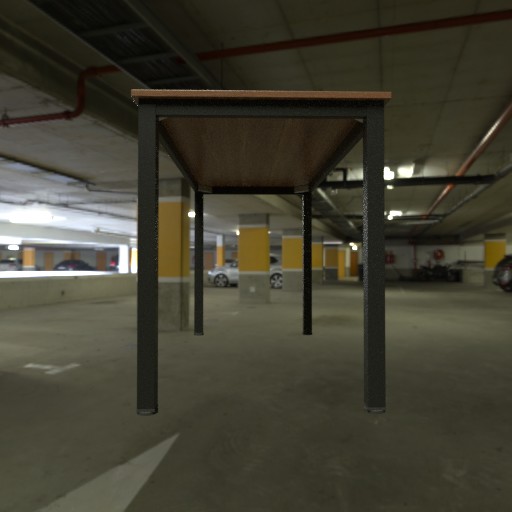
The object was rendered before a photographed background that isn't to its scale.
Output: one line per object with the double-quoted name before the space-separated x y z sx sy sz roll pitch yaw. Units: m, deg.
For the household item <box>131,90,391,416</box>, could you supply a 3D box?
"household item" 0.000 0.000 1.614 0.600 0.750 1.200 0 -1 -1
